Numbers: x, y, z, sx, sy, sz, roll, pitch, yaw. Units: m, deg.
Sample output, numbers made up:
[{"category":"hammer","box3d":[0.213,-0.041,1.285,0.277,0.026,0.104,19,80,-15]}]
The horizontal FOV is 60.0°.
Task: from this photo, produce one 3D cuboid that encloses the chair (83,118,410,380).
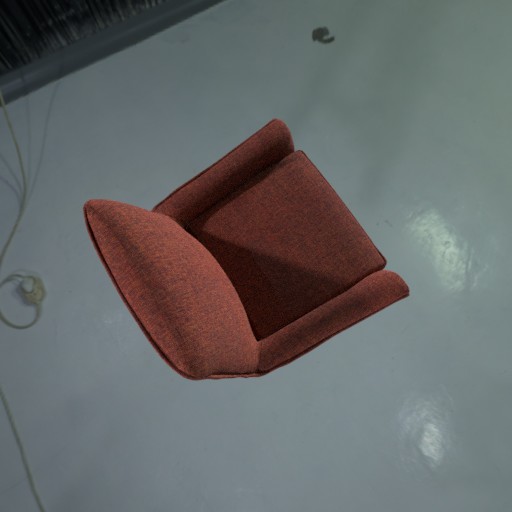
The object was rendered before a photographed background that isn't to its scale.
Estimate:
[{"category":"chair","box3d":[0.000,0.000,1.537,0.784,0.911,0.803,-33,78,-8]}]
